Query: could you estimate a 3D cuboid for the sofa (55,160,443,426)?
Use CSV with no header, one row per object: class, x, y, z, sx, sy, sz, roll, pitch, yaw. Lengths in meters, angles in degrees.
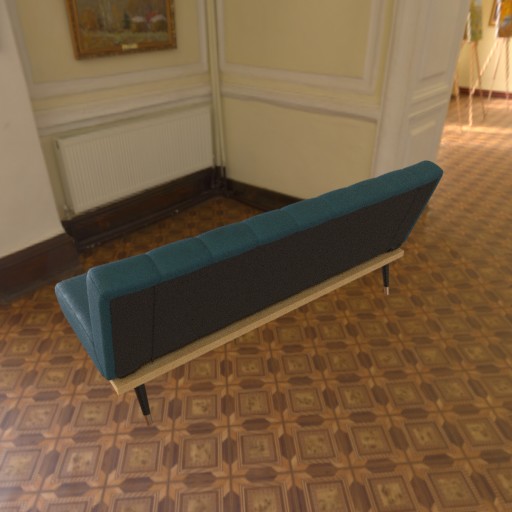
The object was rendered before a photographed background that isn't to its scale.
sofa,0.000,0.000,2.273,1.810,0.825,0.830,-21,37,-31
